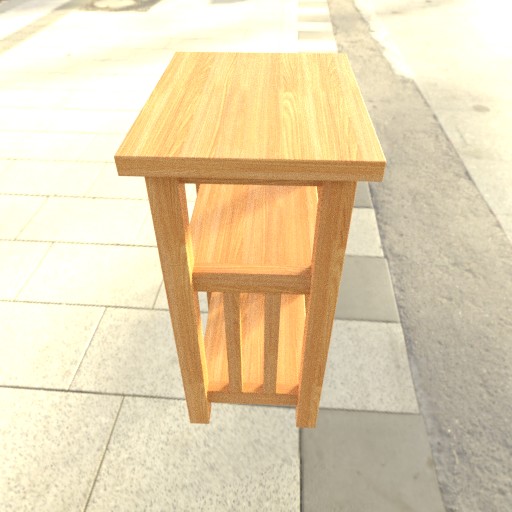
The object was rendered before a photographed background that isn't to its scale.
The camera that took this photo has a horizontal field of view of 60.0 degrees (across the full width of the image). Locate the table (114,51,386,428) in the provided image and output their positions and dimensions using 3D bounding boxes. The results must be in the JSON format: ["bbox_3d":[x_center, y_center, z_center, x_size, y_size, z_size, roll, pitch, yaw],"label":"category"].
[{"bbox_3d":[0.000,0.000,0.748,0.270,0.550,0.350,2,41,2],"label":"table"}]
